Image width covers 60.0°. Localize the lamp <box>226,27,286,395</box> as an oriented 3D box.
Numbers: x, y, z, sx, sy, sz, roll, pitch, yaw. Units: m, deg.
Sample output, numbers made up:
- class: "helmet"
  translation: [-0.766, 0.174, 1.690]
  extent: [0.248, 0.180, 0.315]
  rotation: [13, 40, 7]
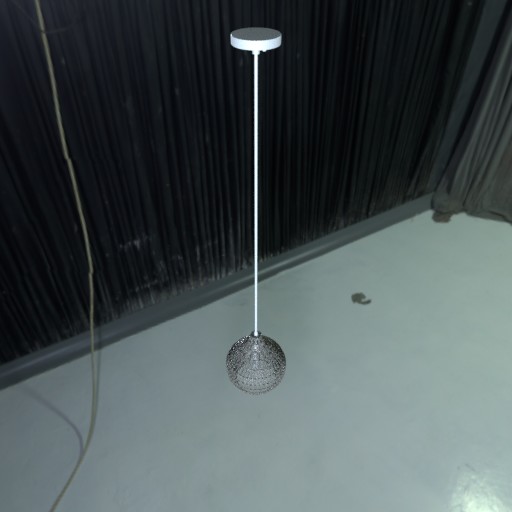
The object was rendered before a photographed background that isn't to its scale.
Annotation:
- class: "lamp"
  translation: [0.000, 0.000, 2.081]
  extent: [0.355, 1.919, 0.355]
  rotation: [-26, 46, -27]
